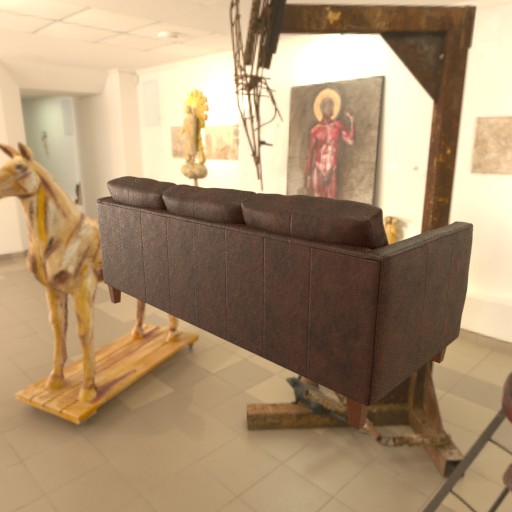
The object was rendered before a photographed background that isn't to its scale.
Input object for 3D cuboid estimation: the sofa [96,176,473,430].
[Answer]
[{"bbox_3d":[0.000,0.000,2.989,2.464,1.006,1.045,14,21,43],"label":"sofa"}]
